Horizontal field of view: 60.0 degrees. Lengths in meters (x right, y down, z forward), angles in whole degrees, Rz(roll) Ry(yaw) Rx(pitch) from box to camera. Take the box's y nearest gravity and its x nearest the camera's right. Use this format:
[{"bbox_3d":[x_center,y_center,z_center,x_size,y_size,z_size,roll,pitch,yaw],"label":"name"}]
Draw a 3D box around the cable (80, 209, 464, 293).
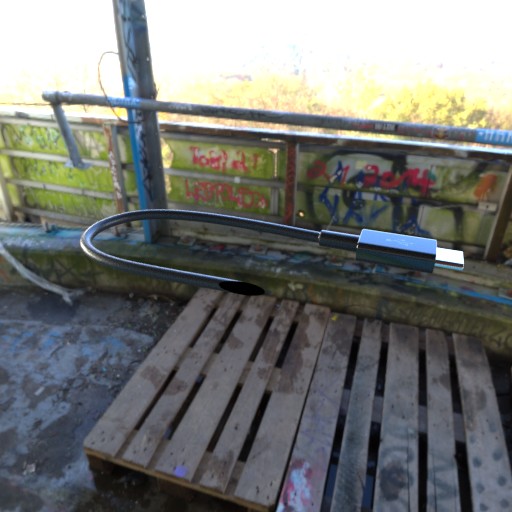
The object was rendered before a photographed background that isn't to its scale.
[{"bbox_3d":[0.000,0.000,0.112,0.098,0.006,0.040,10,32,17],"label":"cable"}]
